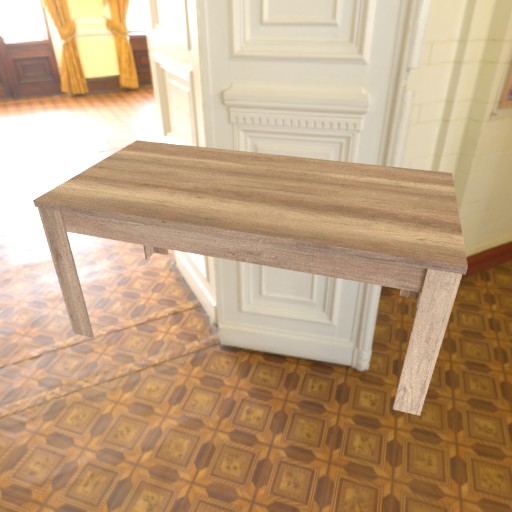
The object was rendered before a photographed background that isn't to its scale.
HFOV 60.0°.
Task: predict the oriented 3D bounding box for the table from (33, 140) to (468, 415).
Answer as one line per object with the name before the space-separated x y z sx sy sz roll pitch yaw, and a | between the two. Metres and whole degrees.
table | 0.000 0.000 2.317 1.800 0.790 0.900 9 33 15
